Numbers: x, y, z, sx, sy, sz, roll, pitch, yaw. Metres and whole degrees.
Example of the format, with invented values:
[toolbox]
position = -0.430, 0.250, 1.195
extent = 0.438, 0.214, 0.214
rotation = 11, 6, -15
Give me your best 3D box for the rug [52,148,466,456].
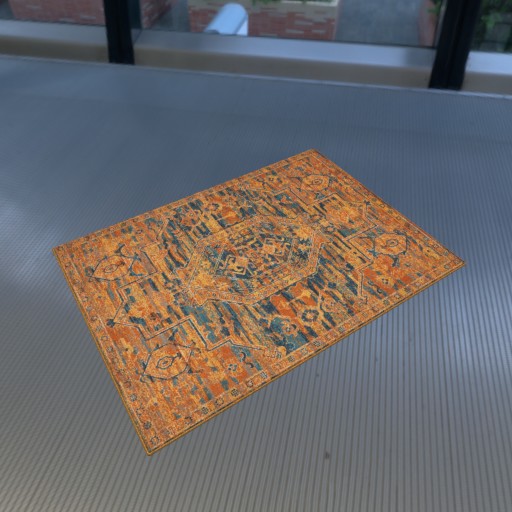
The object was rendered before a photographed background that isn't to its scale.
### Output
[rug]
position = 0.000, 0.000, 2.894
extent = 2.204, 0.024, 1.588
rotation = -25, 51, -22
